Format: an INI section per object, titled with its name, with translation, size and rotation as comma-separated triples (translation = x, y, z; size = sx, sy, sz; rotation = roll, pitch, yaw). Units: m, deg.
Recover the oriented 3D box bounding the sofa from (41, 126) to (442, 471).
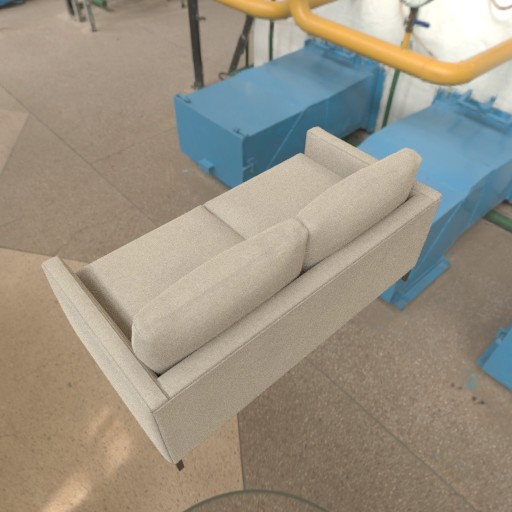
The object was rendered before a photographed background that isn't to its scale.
[sofa]
translation = 0.000, 0.000, 2.133
size = 1.682, 0.840, 0.875
rotation = -32, 54, -27
